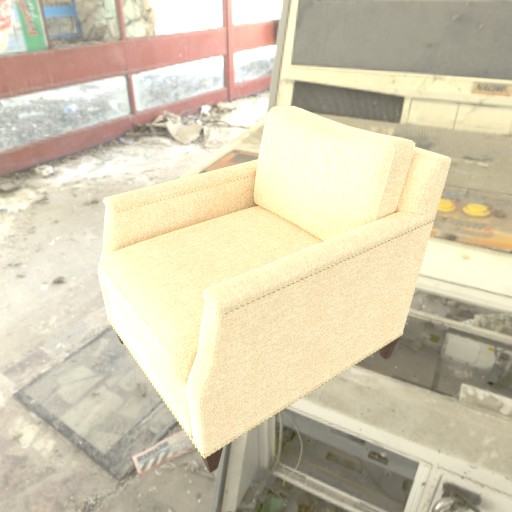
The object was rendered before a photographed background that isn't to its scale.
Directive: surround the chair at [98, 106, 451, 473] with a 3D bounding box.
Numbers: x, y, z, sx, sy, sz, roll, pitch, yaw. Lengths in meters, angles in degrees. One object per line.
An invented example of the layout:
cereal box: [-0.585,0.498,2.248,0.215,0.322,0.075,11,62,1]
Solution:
chair: [0.000,0.000,1.733,1.041,0.940,0.838,-21,37,-30]
